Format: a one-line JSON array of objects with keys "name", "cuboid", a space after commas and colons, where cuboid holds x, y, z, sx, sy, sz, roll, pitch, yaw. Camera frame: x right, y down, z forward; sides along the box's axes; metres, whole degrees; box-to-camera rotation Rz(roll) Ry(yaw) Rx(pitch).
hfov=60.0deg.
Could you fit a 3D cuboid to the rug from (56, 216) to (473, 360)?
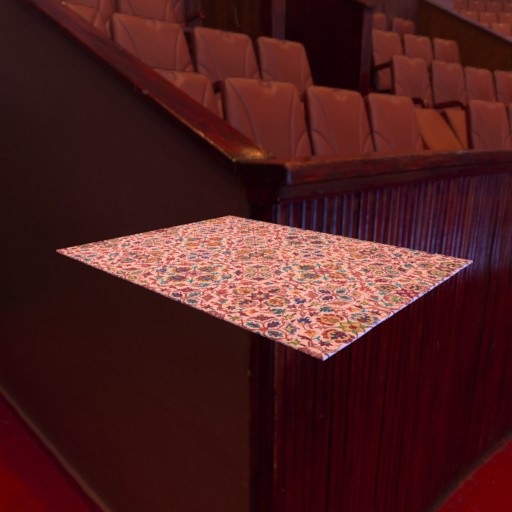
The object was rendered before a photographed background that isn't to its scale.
[{"name": "rug", "cuboid": [0.000, 0.000, 4.276, 3.215, 0.020, 2.446, 14, 22, 40]}]
